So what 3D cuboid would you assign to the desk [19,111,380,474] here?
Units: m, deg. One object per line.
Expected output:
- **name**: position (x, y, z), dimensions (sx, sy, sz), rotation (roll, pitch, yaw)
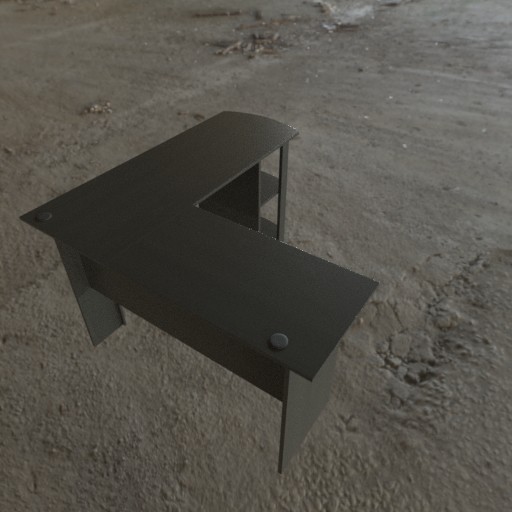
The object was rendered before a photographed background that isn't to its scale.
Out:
- **desk**: position (0.000, 0.000, 2.098), dimensions (1.303, 0.716, 1.361), rotation (24, 45, 26)
